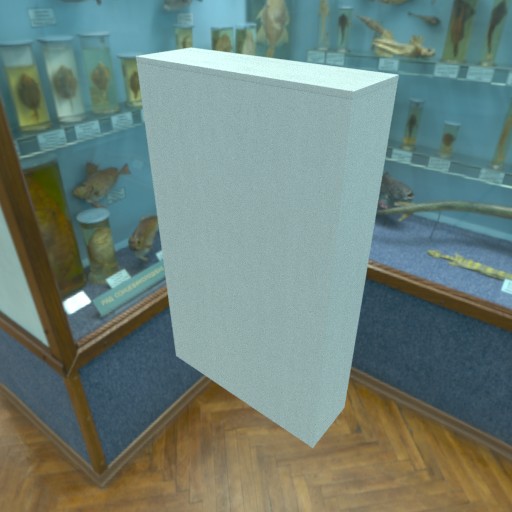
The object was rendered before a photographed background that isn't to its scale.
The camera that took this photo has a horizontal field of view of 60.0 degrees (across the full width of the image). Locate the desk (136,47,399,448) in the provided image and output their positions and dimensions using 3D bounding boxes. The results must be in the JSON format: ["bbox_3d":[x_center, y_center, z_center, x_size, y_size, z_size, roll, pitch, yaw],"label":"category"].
[{"bbox_3d":[0.000,0.000,1.591,0.750,1.280,0.250,24,40,32],"label":"desk"}]
